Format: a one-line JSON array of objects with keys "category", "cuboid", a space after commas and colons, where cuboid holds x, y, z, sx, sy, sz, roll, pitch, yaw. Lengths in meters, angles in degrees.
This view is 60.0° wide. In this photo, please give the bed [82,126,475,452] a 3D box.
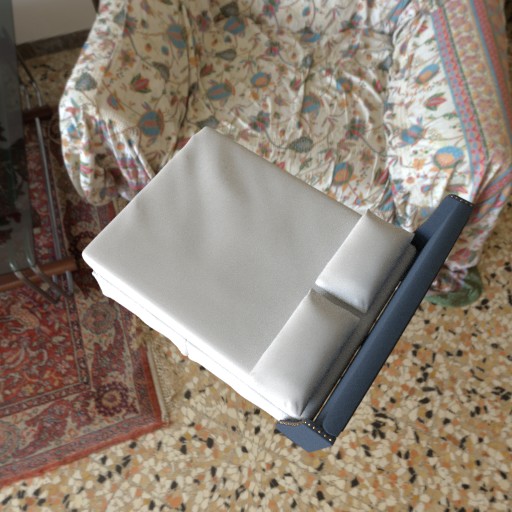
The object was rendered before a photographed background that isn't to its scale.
[{"category": "bed", "cuboid": [0.000, 0.000, 3.308, 2.237, 1.407, 1.710, 33, 69, 14]}]
